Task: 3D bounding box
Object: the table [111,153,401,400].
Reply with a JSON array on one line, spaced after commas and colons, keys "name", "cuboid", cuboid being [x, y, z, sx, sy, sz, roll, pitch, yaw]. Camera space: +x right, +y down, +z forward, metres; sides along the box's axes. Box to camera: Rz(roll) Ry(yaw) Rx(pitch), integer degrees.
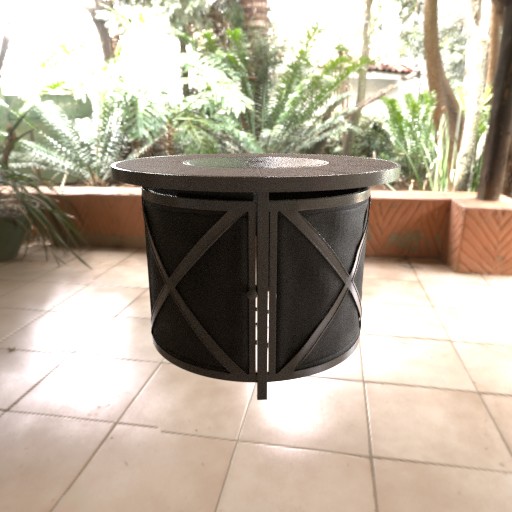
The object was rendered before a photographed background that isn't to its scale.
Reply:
[{"name": "table", "cuboid": [0.000, 0.000, 1.557, 0.914, 0.650, 0.914, 0, 16, 0]}]
